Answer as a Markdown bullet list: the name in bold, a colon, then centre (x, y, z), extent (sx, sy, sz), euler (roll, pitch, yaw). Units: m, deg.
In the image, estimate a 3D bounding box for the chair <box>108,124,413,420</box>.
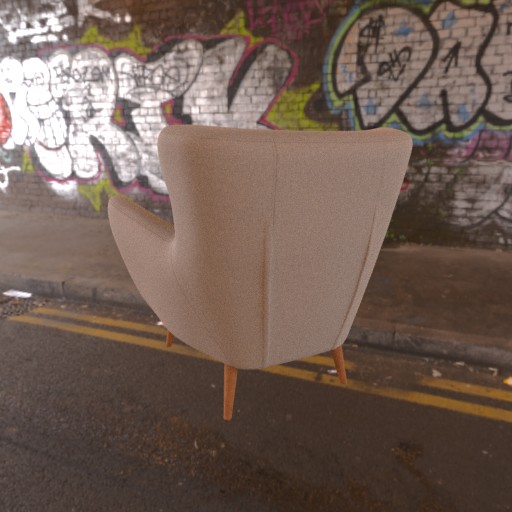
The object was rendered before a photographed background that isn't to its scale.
- **chair**: centre (0.000, 0.000, 1.600), extent (0.890, 0.889, 0.889), euler (-8, 17, -27)
